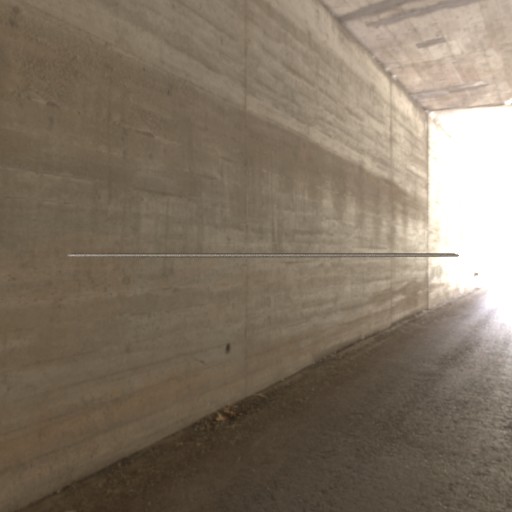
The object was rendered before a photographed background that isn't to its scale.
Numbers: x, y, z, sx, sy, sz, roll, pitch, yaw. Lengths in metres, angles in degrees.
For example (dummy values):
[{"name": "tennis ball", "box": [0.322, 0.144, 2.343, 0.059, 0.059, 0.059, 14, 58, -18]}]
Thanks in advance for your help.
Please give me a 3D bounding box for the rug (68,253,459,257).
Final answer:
[{"name": "rug", "box": [0.000, 0.000, 3.419, 1.819, 0.018, 2.746, 0, 0, -2]}]
